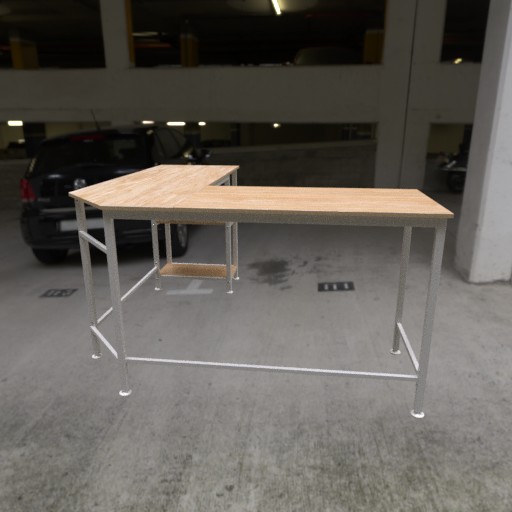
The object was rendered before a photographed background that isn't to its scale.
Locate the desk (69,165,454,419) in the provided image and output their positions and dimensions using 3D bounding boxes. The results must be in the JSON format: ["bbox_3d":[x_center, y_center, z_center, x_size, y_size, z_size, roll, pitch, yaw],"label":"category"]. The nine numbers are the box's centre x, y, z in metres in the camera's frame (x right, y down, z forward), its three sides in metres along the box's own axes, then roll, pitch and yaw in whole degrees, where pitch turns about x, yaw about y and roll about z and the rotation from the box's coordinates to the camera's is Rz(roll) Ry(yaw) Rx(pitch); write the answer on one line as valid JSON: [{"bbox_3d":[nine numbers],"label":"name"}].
[{"bbox_3d":[0.000,0.000,2.189,1.379,0.739,1.379,2,17,7],"label":"desk"}]
